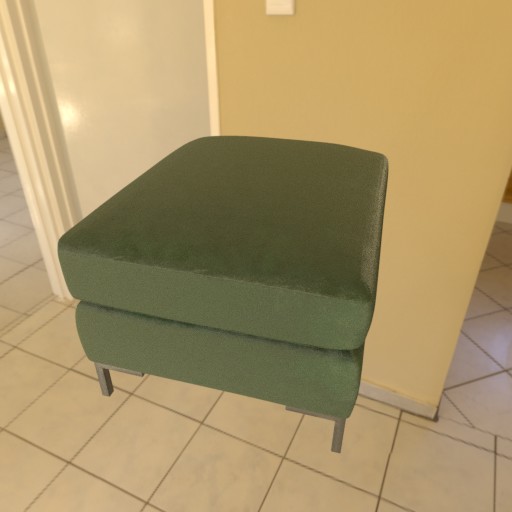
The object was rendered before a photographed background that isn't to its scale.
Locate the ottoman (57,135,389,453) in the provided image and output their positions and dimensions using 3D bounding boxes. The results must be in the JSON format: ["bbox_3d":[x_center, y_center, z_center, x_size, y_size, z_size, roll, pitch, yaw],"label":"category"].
[{"bbox_3d":[0.000,0.000,1.333,0.701,0.538,0.839,8,32,14],"label":"ottoman"}]
